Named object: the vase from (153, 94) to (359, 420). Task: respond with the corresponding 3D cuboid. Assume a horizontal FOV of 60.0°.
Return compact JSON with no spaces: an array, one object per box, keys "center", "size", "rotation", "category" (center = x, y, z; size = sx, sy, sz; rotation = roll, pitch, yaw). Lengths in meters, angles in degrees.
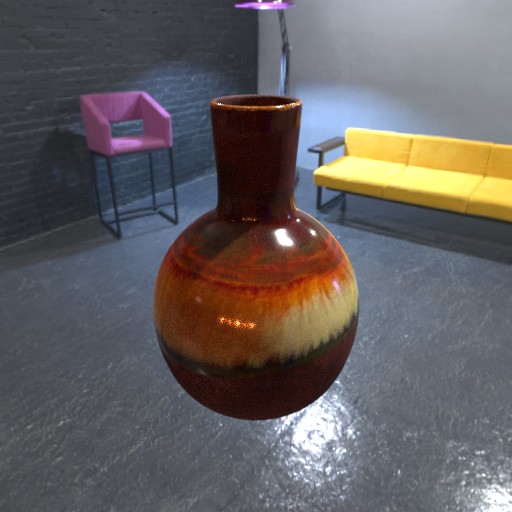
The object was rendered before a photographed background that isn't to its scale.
[{"center":[0.000,0.000,0.231],"size":[0.111,0.154,0.111],"rotation":[0,27,0],"category":"vase"}]
